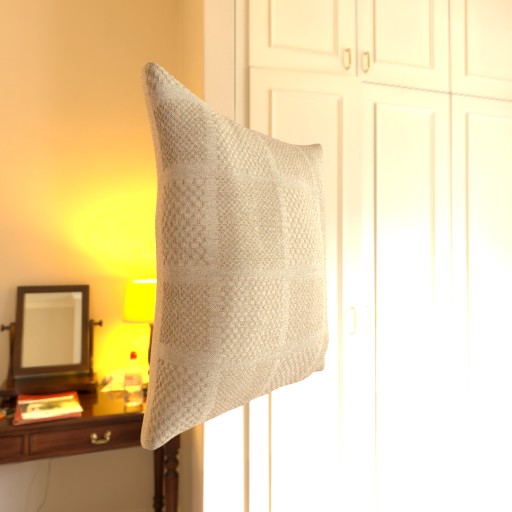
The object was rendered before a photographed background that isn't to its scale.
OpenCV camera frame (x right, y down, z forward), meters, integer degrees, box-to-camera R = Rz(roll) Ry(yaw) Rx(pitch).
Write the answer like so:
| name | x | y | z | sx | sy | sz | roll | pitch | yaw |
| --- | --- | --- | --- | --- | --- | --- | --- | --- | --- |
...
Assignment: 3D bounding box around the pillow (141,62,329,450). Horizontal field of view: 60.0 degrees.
| name | x | y | z | sx | sy | sz | roll | pitch | yaw |
| --- | --- | --- | --- | --- | --- | --- | --- | --- | --- |
| pillow | 0.000 | 0.000 | 0.670 | 0.138 | 0.432 | 0.436 | 0 | -1 | 34 |
